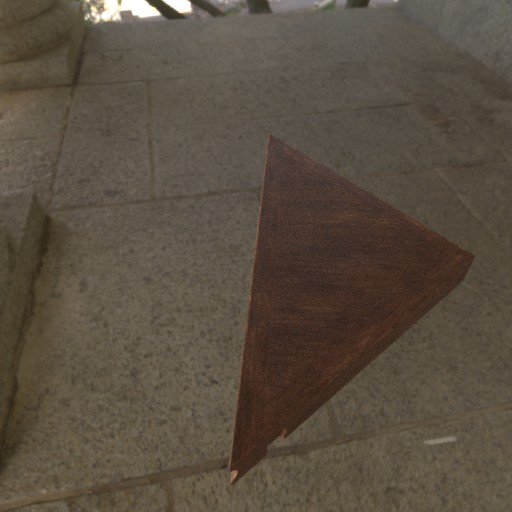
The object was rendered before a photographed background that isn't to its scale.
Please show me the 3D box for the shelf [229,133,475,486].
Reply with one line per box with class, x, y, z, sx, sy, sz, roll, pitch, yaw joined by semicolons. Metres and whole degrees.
shelf;0.000;0.000;0.443;0.296;0.035;0.296;-31;53;-27
